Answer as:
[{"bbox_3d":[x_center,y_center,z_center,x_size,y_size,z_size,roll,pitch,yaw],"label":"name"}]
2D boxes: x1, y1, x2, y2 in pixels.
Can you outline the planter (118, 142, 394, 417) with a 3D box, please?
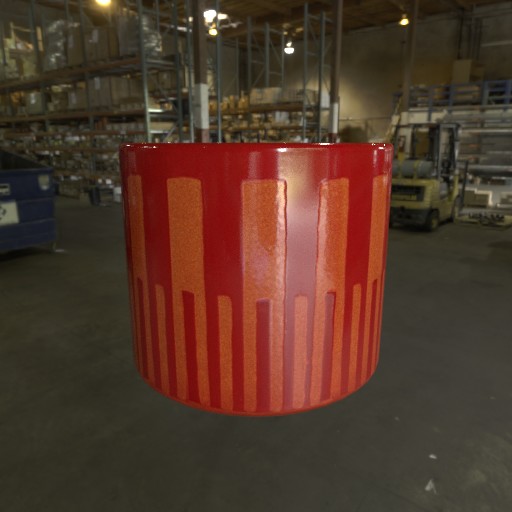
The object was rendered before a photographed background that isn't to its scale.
[{"bbox_3d":[0.000,0.000,0.409,0.230,0.202,0.230,0,14,0],"label":"planter"}]
